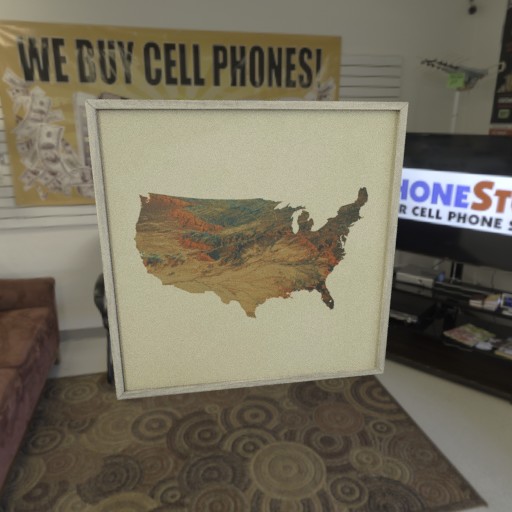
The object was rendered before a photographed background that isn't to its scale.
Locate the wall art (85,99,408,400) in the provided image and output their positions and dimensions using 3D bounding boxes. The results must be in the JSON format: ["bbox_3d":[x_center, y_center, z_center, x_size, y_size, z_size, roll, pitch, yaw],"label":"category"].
[{"bbox_3d":[0.000,0.000,0.767,0.508,0.507,0.016,-3,17,-9],"label":"wall art"}]
